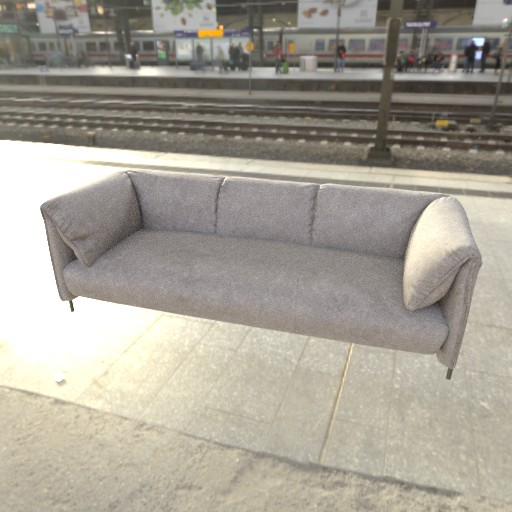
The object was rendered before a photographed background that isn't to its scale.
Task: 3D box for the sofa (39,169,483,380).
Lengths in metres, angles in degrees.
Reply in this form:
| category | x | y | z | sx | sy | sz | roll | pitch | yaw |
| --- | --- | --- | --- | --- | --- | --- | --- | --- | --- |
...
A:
| category | x | y | z | sx | sy | sz | roll | pitch | yaw |
| --- | --- | --- | --- | --- | --- | --- | --- | --- | --- |
| sofa | 0.000 | 0.000 | 2.610 | 2.238 | 0.758 | 0.899 | 7 | 26 | 15 |
